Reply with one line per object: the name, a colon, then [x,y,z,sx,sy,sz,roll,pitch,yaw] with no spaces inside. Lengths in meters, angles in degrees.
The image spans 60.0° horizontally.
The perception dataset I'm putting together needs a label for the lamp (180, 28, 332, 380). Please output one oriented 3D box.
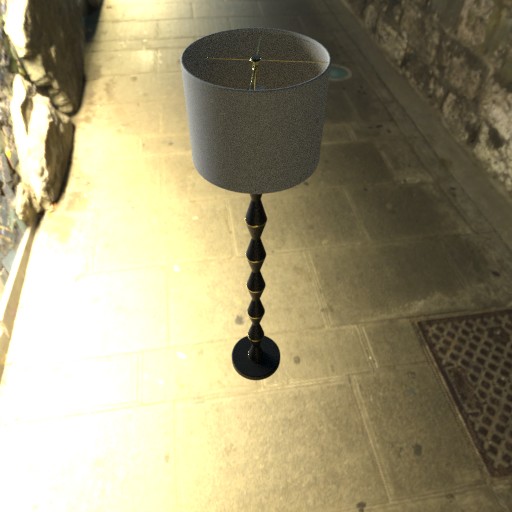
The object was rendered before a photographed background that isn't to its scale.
lamp: [0.000,0.000,1.661,0.381,1.480,0.381,4,47,3]
